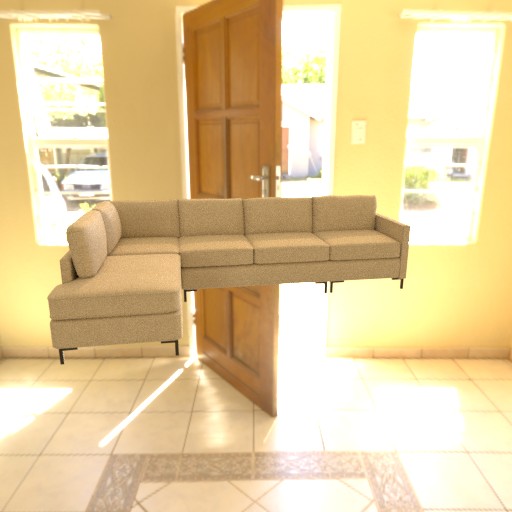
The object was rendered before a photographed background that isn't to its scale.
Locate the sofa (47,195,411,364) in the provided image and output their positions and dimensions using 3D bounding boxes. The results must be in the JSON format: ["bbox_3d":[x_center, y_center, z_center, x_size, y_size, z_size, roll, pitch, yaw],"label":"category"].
[{"bbox_3d":[0.000,0.000,4.387,3.384,0.996,2.048,-2,15,-9],"label":"sofa"}]
